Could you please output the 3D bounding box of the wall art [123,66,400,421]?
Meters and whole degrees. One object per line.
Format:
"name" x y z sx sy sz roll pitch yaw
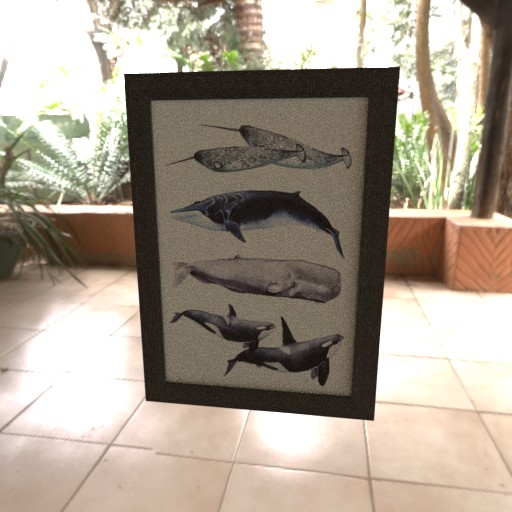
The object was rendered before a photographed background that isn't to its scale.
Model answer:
"wall art" 0.000 0.000 1.429 0.810 1.116 0.016 2 14 8
